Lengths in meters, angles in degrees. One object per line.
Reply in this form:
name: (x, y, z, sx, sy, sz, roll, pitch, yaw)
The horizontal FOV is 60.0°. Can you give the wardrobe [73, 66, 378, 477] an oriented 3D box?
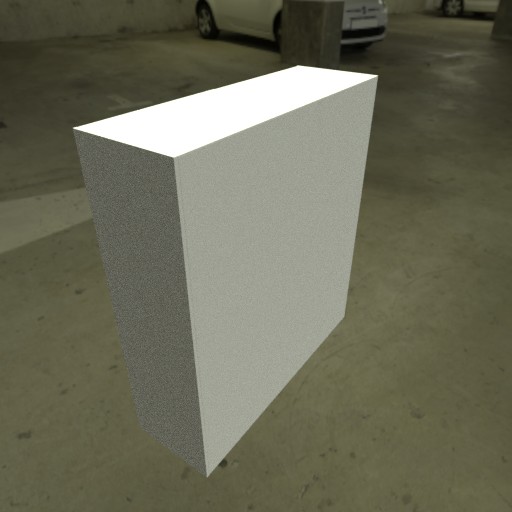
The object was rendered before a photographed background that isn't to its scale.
wardrobe: (0.000, 0.000, 2.908, 0.600, 2.020, 1.830, 21, 38, 30)
